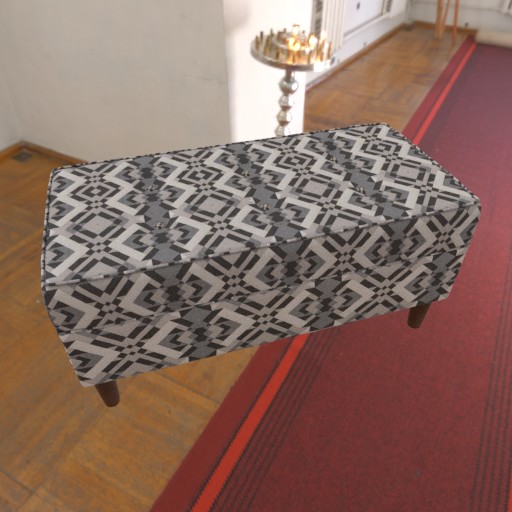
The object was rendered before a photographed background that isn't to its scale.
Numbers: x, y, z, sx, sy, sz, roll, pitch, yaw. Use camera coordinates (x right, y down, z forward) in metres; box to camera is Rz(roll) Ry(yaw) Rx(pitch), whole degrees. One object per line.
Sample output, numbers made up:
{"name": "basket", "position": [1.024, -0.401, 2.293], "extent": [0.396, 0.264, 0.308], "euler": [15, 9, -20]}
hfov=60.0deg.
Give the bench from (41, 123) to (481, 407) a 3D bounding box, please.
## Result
{"name": "bench", "position": [0.000, 0.000, 1.259], "extent": [1.016, 0.477, 0.492], "euler": [-11, 42, -13]}
